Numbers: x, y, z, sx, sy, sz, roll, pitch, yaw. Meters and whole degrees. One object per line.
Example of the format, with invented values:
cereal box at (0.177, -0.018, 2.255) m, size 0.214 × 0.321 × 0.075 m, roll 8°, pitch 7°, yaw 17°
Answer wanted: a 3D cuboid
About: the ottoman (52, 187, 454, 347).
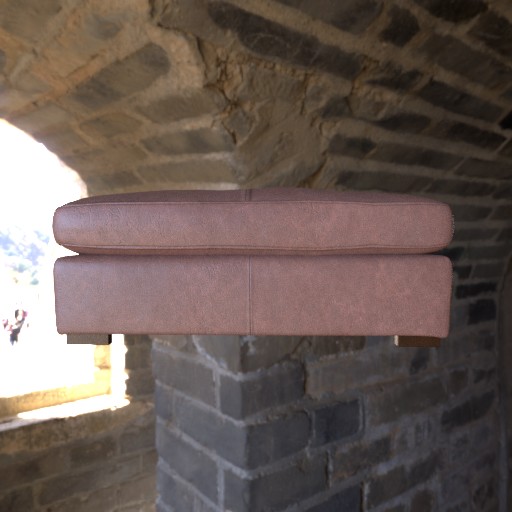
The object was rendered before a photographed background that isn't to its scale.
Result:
ottoman at (0.000, 0.000, 1.804) m, size 1.168 × 0.490 × 1.168 m, roll 0°, pitch 2°, yaw 1°
